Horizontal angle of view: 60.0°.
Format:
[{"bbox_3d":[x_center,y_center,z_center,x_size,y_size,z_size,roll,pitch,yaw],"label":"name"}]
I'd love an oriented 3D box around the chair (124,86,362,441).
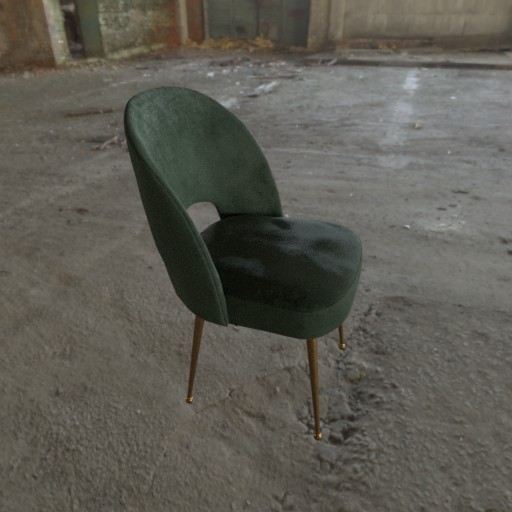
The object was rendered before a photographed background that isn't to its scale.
[{"bbox_3d":[0.000,0.000,1.248,0.577,0.860,0.527,10,31,17],"label":"chair"}]
